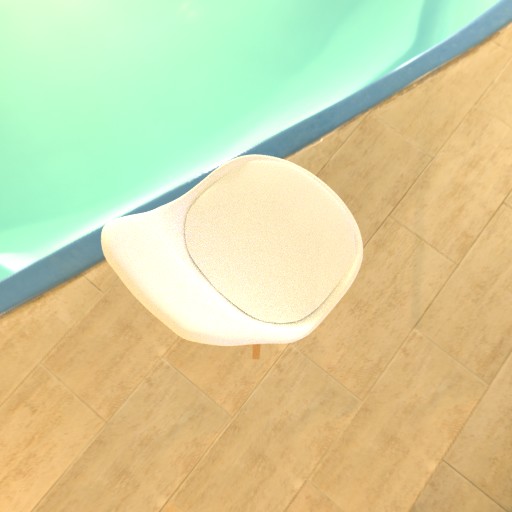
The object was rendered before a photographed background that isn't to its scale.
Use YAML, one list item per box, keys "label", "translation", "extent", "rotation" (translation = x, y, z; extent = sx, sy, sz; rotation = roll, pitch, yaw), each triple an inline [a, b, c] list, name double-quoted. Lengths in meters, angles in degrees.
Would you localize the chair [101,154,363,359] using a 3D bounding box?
- label: "chair"
  translation: [0.000, 0.000, 1.185]
  extent: [0.485, 0.849, 0.550]
  rotation: [44, 79, 11]
